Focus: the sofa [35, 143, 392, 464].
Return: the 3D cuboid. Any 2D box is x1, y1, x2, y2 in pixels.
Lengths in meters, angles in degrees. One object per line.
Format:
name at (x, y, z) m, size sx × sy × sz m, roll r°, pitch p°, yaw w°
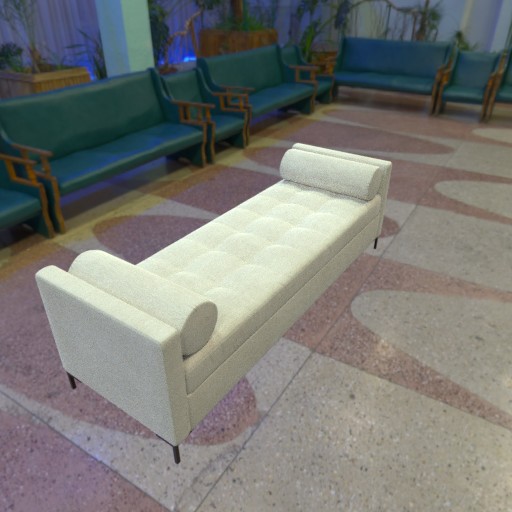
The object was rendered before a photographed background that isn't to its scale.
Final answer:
sofa at (0.000, 0.000, 2.359) m, size 0.686 × 0.635 × 1.981 m, roll 20°, pitch 37°, yaw 29°
